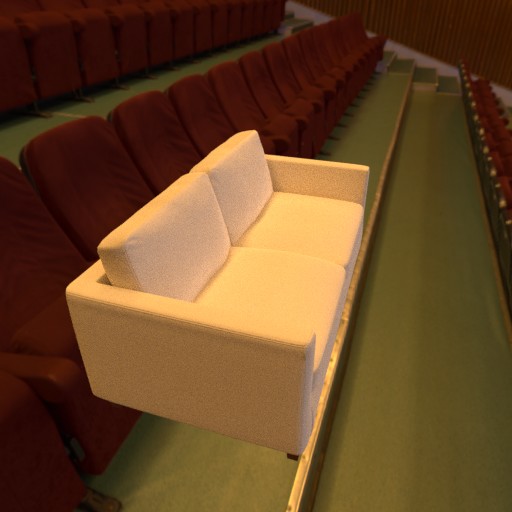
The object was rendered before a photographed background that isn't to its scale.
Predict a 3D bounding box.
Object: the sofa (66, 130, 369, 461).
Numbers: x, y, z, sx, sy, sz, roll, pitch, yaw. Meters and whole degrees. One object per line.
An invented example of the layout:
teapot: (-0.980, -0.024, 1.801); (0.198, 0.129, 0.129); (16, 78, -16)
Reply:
sofa: (0.000, 0.000, 2.293); (0.964, 0.888, 1.702); (10, 33, 16)
